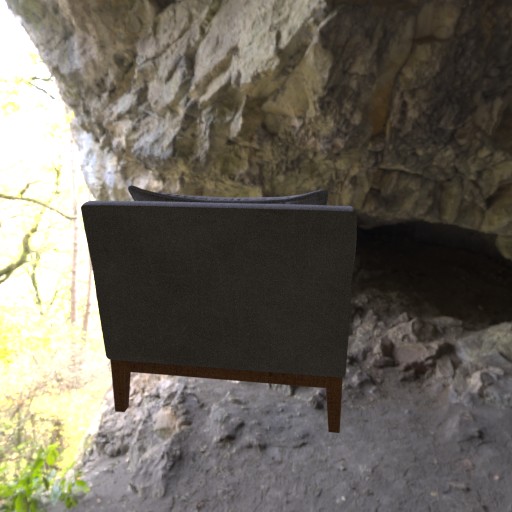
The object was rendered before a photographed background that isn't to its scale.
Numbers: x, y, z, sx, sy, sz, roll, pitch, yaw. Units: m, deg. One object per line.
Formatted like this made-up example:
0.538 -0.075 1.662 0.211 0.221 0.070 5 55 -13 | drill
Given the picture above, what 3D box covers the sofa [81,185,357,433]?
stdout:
0.000 0.000 2.309 0.894 0.859 1.779 2 15 9 | sofa
